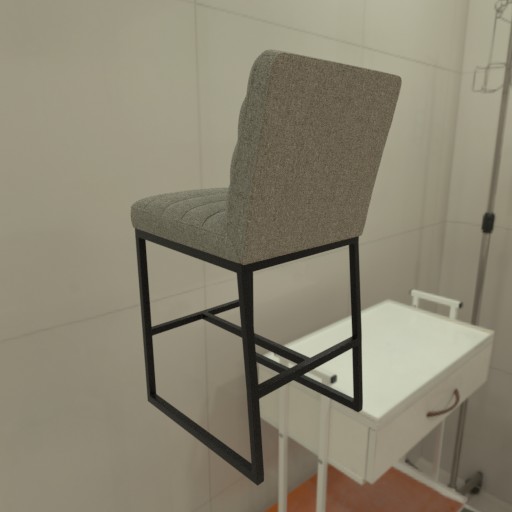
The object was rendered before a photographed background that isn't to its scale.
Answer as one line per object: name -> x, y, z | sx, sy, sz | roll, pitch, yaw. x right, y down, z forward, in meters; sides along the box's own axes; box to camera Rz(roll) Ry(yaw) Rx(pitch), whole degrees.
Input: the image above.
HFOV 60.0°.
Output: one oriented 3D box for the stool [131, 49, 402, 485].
stool -> 0.000, 0.000, 1.222 | 0.460, 0.940, 0.560 | -13, 20, -42
